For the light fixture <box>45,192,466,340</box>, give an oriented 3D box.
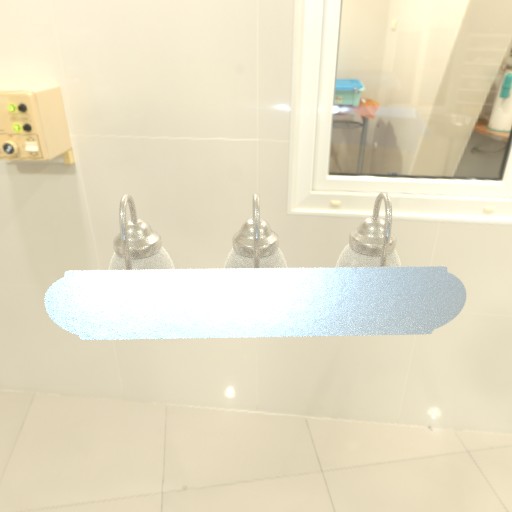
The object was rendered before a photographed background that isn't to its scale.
[{"bbox_3d":[0.000,0.000,0.718,0.610,0.222,0.199,-1,28,-1],"label":"light fixture"}]
